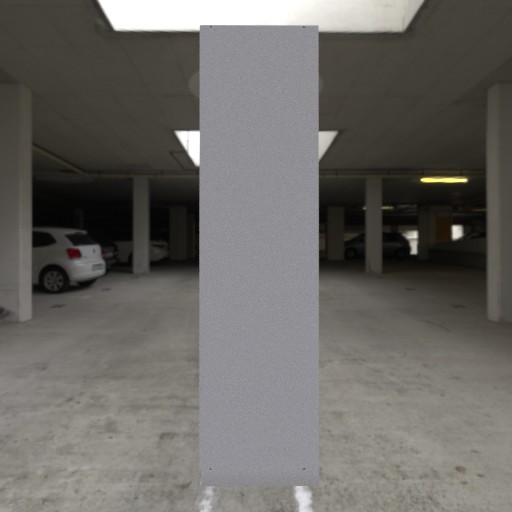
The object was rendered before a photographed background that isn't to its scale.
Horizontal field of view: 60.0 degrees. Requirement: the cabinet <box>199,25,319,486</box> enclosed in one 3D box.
[{"bbox_3d":[0.000,0.000,2.481,0.510,1.910,1.290,0,0,0],"label":"cabinet"}]
